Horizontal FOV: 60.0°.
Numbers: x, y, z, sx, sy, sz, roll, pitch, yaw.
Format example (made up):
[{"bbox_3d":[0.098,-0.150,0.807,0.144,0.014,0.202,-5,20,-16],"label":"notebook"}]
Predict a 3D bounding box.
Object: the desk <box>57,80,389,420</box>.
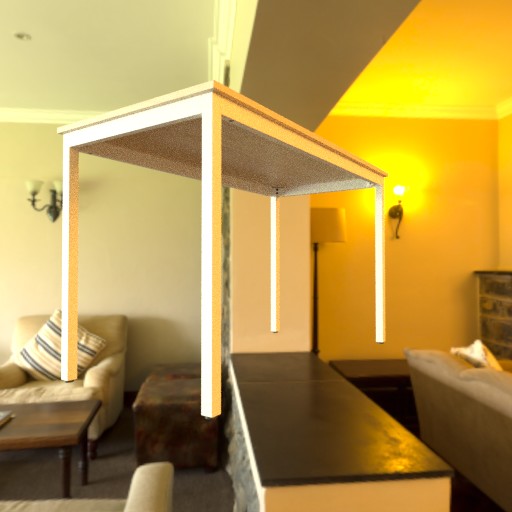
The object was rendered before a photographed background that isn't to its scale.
[{"bbox_3d":[0.000,0.000,1.624,0.600,0.750,1.200,-1,-1,34],"label":"desk"}]
